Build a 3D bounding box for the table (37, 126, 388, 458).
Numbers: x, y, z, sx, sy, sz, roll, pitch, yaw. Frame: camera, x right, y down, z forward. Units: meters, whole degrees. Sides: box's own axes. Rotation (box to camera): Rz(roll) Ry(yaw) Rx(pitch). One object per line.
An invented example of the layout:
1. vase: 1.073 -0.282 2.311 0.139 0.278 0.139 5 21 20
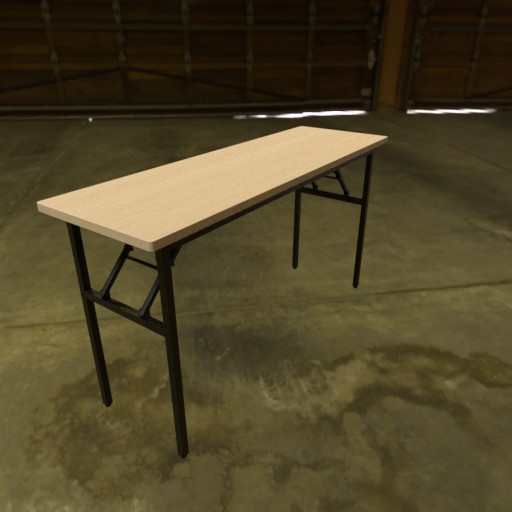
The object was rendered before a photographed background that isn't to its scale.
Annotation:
1. table: 0.000 0.000 1.737 0.447 0.750 1.397 18 31 31
